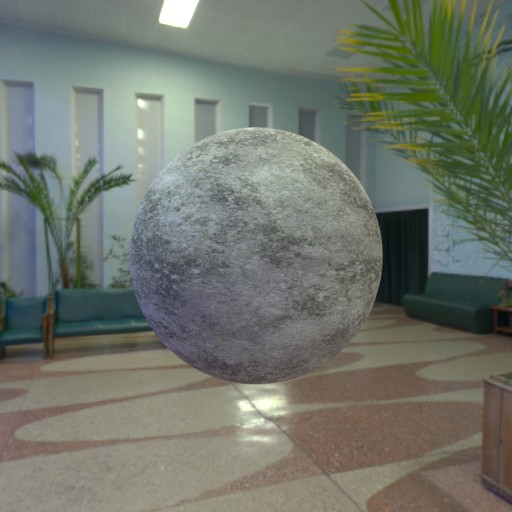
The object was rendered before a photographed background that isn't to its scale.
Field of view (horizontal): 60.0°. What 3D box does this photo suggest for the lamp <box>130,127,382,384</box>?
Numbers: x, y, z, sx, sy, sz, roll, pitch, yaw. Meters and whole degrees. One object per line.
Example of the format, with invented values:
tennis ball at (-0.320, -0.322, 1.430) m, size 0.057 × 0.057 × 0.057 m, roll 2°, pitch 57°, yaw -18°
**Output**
lamp at (0.000, 0.000, 0.768) m, size 0.422 × 0.429 × 0.422 m, roll 0°, pitch 2°, yaw 0°
